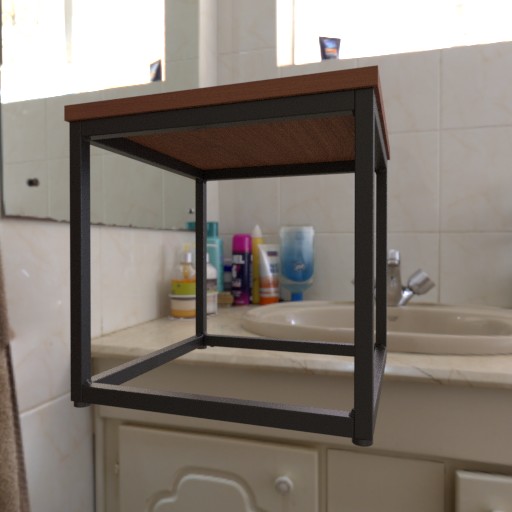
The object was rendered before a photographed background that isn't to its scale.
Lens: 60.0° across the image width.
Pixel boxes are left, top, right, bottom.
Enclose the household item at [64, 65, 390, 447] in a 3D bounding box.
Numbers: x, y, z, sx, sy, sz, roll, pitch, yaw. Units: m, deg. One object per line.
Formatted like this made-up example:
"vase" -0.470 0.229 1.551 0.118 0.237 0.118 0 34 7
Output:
"household item" 0.000 0.000 0.713 0.400 0.400 0.400 0 1 19
